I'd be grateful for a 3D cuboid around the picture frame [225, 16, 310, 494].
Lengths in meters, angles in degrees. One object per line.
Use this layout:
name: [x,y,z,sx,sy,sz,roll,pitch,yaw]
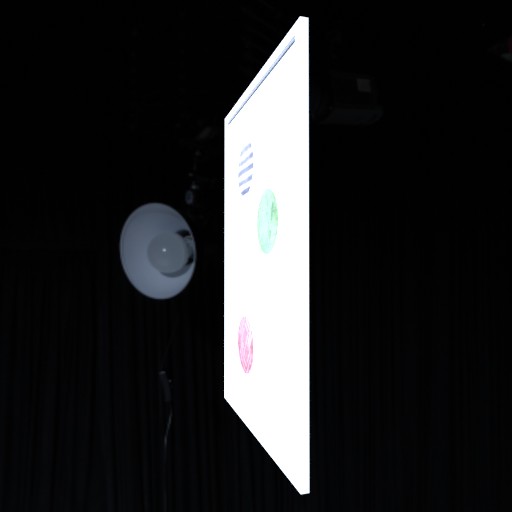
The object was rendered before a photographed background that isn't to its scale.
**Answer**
picture frame: [0.000,0.000,0.830,0.013,0.657,0.457,0,-1,-17]
